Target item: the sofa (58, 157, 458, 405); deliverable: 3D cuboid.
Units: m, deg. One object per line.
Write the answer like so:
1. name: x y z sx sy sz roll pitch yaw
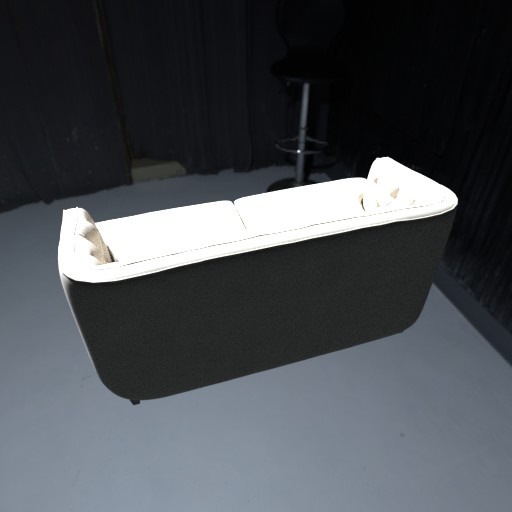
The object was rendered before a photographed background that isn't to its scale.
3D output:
1. sofa: 0.000 0.000 2.241 1.731 0.878 0.940 -12 41 -14
